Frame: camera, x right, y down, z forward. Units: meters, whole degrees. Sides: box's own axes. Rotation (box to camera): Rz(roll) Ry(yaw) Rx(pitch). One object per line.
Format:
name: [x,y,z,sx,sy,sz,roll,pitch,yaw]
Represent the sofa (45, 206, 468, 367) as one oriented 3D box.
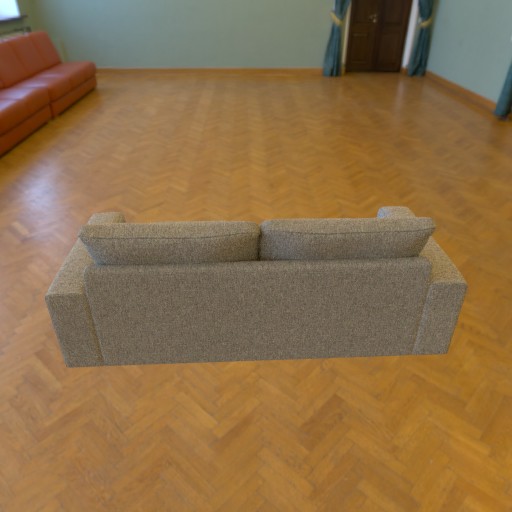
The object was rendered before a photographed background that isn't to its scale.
sofa: [0.000,0.000,2.881,2.299,0.922,1.040,-1,32,-2]
